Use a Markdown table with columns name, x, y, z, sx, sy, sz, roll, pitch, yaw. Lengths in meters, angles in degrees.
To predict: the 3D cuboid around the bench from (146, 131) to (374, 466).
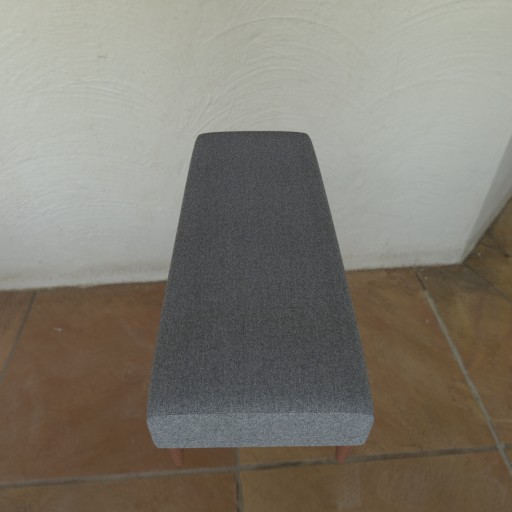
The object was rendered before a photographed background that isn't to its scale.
| name | x | y | z | sx | sy | sz | roll | pitch | yaw |
| --- | --- | --- | --- | --- | --- | --- | --- | --- | --- |
| bench | 0.000 | 0.000 | 1.831 | 0.631 | 0.384 | 1.598 | -1 | 41 | -1 |
